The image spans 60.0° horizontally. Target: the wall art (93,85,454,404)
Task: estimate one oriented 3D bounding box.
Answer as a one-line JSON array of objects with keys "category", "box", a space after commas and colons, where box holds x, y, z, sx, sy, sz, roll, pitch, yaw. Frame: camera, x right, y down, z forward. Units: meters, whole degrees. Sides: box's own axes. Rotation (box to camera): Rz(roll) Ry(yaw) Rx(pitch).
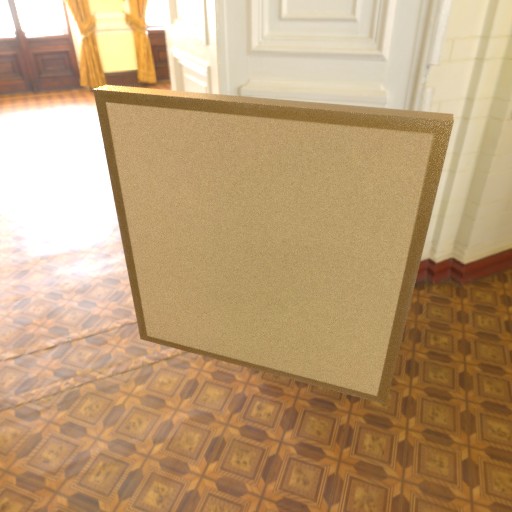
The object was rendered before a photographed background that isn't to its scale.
[{"category": "wall art", "box": [0.000, 0.000, 0.748, 0.510, 0.509, 0.033, 11, 34, 16]}]
